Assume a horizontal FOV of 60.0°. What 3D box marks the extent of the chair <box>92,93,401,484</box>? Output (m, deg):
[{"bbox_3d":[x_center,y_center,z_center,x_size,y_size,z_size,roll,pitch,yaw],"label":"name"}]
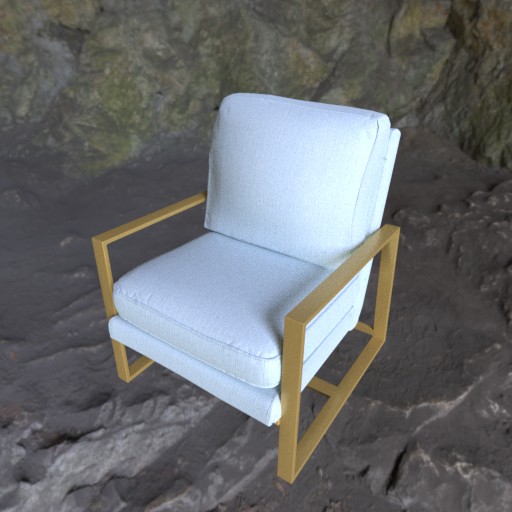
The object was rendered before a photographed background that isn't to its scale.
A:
[{"bbox_3d":[0.000,0.000,1.511,0.758,0.956,0.813,19,35,30],"label":"chair"}]
